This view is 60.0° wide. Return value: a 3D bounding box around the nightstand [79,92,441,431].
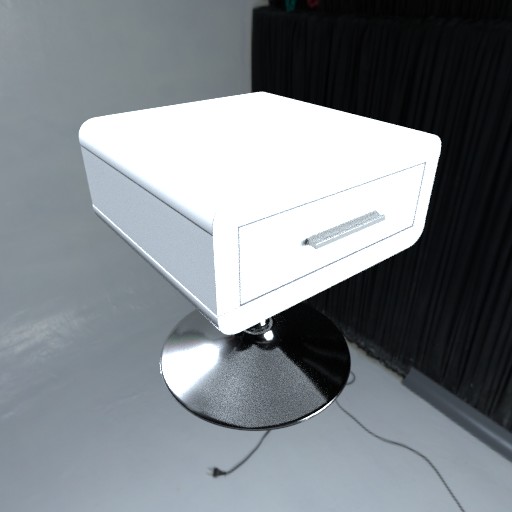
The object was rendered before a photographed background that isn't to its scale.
[{"bbox_3d":[0.000,0.000,0.772,0.399,0.447,0.404,-22,37,-32],"label":"nightstand"}]
